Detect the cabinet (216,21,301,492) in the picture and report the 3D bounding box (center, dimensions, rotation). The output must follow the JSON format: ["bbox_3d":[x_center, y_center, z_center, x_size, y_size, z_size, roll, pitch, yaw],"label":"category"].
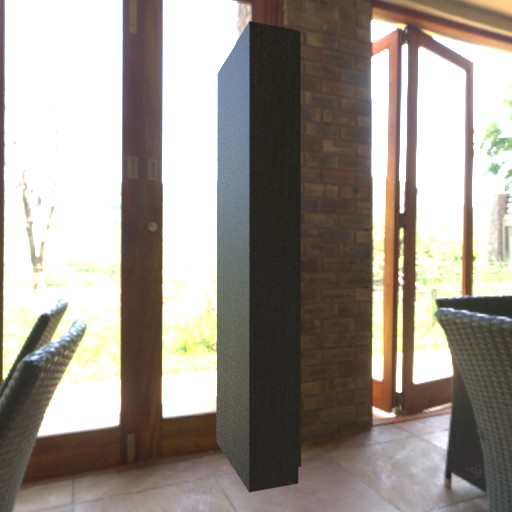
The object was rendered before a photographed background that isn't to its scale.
[{"bbox_3d":[0.000,0.000,1.957,0.230,1.790,0.500,0,-1,-19],"label":"cabinet"}]
